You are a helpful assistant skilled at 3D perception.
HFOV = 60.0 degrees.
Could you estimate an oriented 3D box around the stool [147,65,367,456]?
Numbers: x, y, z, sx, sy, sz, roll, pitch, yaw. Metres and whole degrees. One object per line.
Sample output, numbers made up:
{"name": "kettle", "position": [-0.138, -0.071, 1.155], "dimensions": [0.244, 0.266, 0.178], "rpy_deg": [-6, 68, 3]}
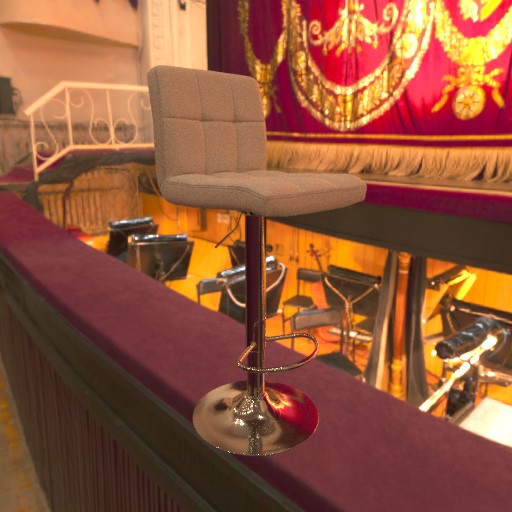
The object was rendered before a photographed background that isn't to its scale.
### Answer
{"name": "stool", "position": [0.000, 0.000, 1.369], "dimensions": [0.430, 1.115, 0.505], "rpy_deg": [-13, 19, -42]}
